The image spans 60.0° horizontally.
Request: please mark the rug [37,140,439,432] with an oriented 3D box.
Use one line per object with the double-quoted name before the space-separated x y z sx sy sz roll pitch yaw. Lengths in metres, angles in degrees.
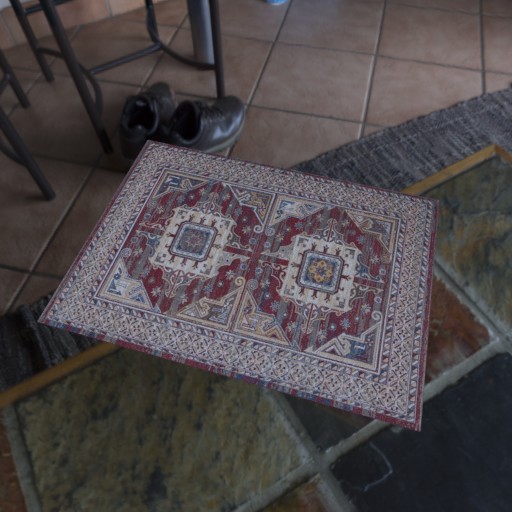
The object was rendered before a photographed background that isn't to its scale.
"rug" 0.000 0.000 2.854 2.210 0.011 1.599 14 58 9
